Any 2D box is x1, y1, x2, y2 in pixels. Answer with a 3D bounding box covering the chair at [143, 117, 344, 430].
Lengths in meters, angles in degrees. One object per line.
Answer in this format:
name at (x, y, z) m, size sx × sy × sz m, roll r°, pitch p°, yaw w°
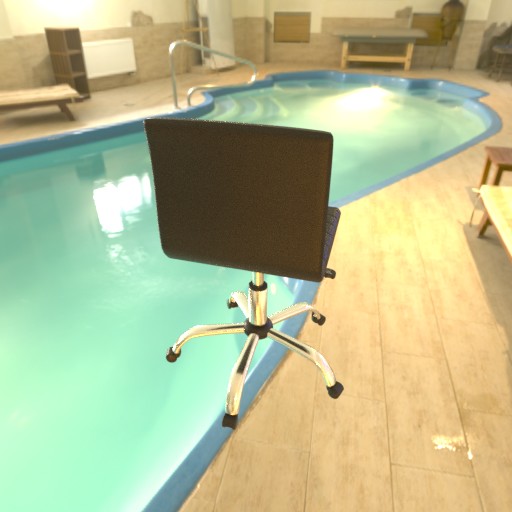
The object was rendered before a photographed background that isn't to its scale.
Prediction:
chair at (0.000, 0.000, 1.185) m, size 0.556 × 0.780 × 0.530 m, roll 9°, pitch 33°, yaw 14°
